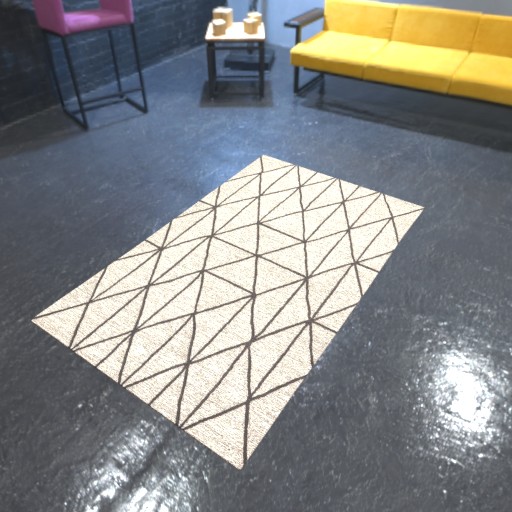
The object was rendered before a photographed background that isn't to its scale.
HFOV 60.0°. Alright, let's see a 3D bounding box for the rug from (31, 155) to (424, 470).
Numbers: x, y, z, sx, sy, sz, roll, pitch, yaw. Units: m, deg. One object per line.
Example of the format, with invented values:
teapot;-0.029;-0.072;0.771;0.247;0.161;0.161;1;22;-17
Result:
rug;0.000;0.000;3.049;1.526;0.008;2.465;24;46;25
